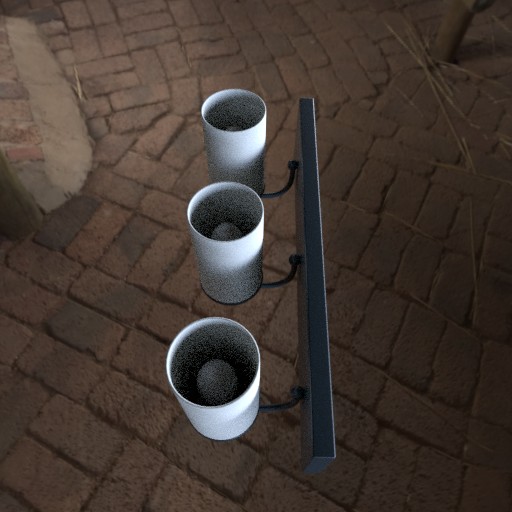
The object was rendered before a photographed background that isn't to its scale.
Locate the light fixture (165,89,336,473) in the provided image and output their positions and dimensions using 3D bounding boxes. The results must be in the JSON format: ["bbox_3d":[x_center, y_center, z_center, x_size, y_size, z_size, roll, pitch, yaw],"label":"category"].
[{"bbox_3d":[0.000,0.000,0.527,0.145,0.172,0.451,1,58,1],"label":"light fixture"}]
